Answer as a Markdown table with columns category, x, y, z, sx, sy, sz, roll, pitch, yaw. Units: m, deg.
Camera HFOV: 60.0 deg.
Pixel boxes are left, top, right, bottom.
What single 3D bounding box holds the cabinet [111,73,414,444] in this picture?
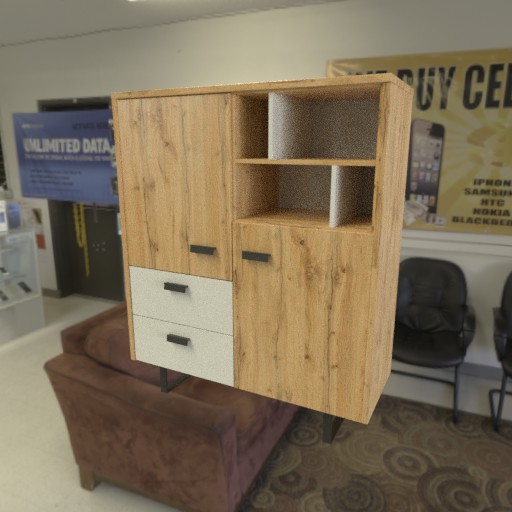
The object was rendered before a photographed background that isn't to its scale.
| category | x | y | z | sx | sy | sz | roll | pitch | yaw |
| --- | --- | --- | --- | --- | --- | --- | --- | --- | --- |
| cabinet | 0.000 | 0.000 | 1.987 | 1.168 | 1.397 | 0.473 | 7 | 16 | 26 |
